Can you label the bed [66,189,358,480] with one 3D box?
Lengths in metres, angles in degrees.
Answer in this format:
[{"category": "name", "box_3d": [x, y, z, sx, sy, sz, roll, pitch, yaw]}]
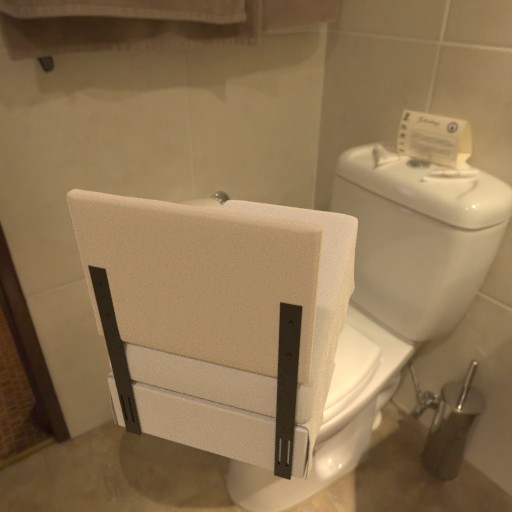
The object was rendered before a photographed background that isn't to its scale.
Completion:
[{"category": "bed", "box_3d": [0.000, 0.000, 2.985, 1.261, 1.571, 1.997, 9, 32, 15]}]
